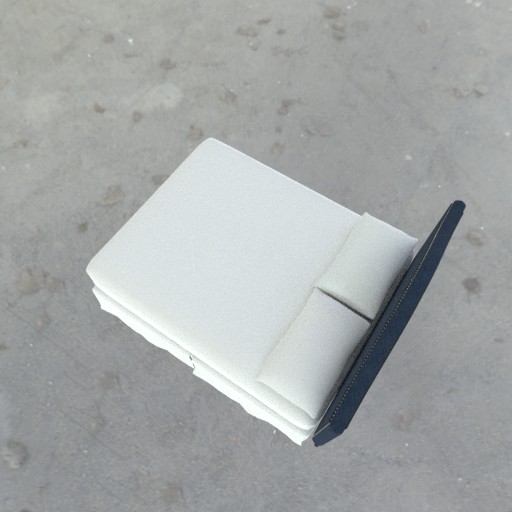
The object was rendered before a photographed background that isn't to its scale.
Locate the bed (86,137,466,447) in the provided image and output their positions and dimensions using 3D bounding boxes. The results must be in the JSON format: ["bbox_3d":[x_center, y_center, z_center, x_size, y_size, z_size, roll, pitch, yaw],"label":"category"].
[{"bbox_3d":[0.000,0.000,3.253,2.153,1.518,1.725,31,67,15],"label":"bed"}]
